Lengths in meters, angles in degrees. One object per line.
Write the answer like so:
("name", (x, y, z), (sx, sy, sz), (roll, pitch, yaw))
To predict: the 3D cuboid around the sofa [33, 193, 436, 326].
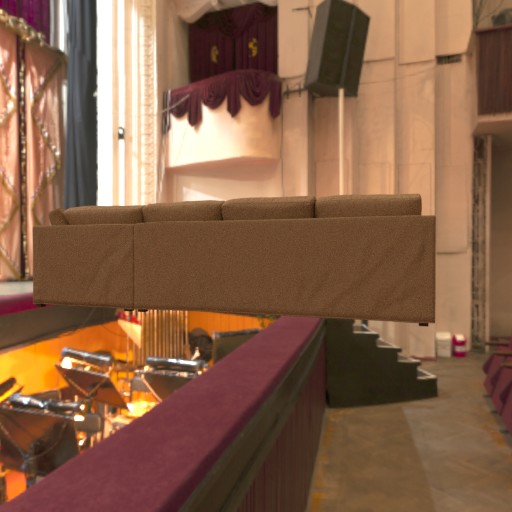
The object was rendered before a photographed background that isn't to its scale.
("sofa", (0.000, 0.000, 4.348), (3.182, 0.871, 2.432), (0, 0, 19))
